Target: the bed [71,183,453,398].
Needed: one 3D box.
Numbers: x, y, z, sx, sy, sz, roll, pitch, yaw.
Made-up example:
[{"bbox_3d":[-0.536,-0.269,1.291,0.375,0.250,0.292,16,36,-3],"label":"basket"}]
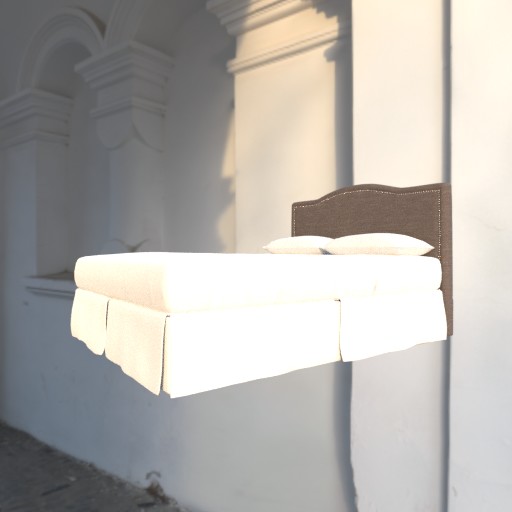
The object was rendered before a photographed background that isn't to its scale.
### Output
[{"bbox_3d":[0.000,0.000,3.882,2.689,1.457,2.161,-1,1,-35],"label":"bed"}]
